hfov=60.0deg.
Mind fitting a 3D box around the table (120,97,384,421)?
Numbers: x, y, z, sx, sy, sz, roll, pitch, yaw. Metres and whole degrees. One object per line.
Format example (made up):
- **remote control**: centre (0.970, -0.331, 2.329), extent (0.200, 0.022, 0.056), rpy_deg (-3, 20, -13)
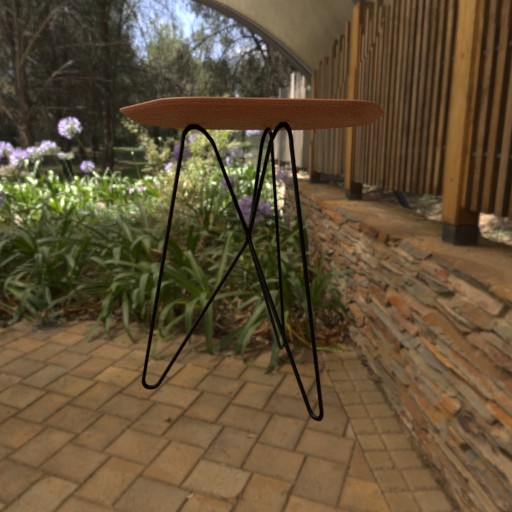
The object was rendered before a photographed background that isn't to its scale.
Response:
- **table**: centre (0.000, 0.000, 0.901), extent (0.500, 0.562, 0.400), rpy_deg (-2, 13, -8)
